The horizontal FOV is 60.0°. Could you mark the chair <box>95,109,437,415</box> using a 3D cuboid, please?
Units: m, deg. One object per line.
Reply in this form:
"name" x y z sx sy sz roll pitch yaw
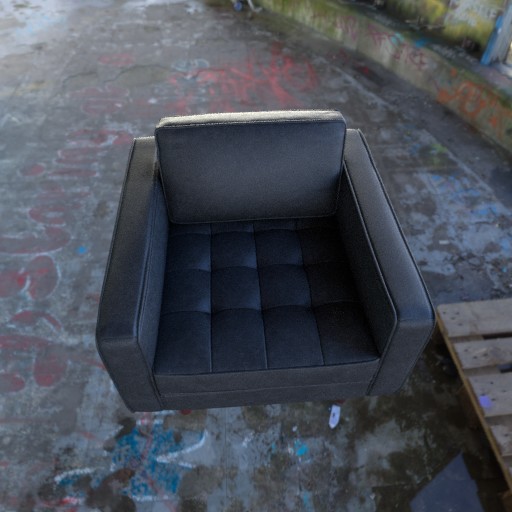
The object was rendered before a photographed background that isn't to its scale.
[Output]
"chair" 0.000 0.000 1.539 0.889 0.763 0.914 -3 48 -3
